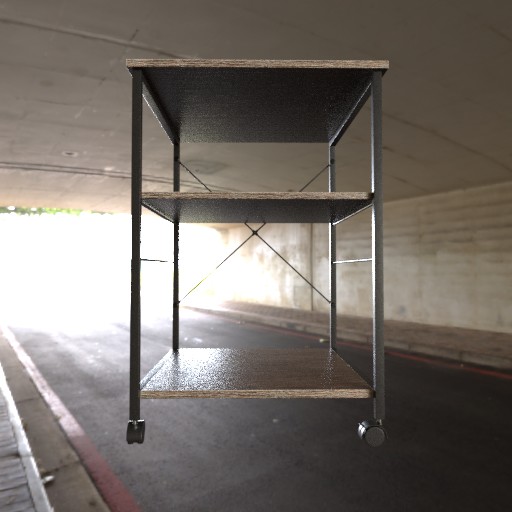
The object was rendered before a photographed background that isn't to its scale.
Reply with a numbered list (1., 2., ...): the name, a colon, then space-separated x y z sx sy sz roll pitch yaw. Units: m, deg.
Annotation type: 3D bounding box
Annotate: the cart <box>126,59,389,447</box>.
1. cart: 0.000 0.000 1.126 0.521 0.762 0.520 0 -2 -1
